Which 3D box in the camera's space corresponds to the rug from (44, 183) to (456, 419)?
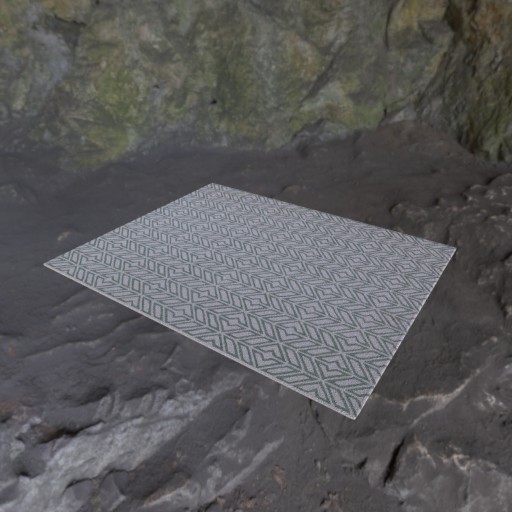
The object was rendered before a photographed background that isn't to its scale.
[{"bbox_3d":[0.000,0.000,4.172,3.050,0.017,2.441,19,36,29],"label":"rug"}]
